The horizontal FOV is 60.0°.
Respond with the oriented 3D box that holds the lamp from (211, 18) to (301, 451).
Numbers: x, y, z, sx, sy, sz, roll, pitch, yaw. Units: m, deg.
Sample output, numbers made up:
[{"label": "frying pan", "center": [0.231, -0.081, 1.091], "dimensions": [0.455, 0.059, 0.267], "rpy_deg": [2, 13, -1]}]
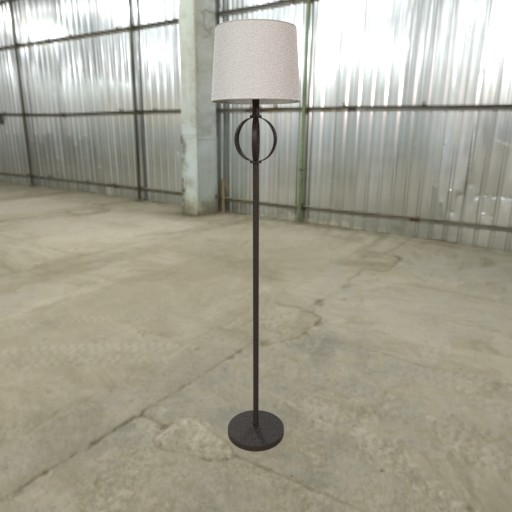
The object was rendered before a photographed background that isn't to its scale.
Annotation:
[{"label": "lamp", "center": [0.000, 0.000, 1.570], "dimensions": [0.286, 1.462, 0.286], "rpy_deg": [-8, 18, -26]}]
